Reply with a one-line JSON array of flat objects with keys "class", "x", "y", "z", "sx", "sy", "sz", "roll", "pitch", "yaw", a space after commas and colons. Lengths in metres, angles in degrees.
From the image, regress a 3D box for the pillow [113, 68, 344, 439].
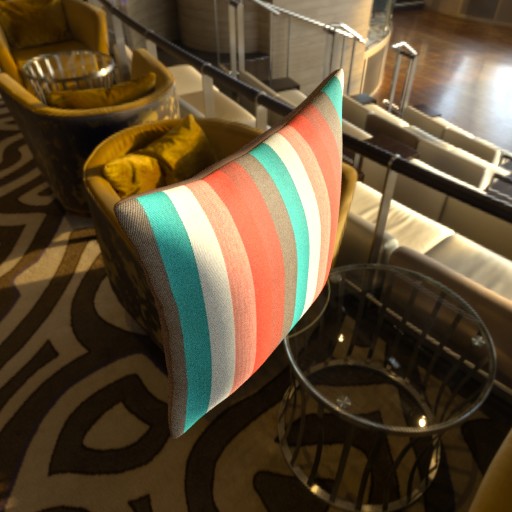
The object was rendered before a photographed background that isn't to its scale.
[{"class": "pillow", "x": 0.000, "y": 0.000, "z": 0.685, "sx": 0.168, "sy": 0.443, "sz": 0.453, "roll": 25, "pitch": 46, "yaw": 26}]
